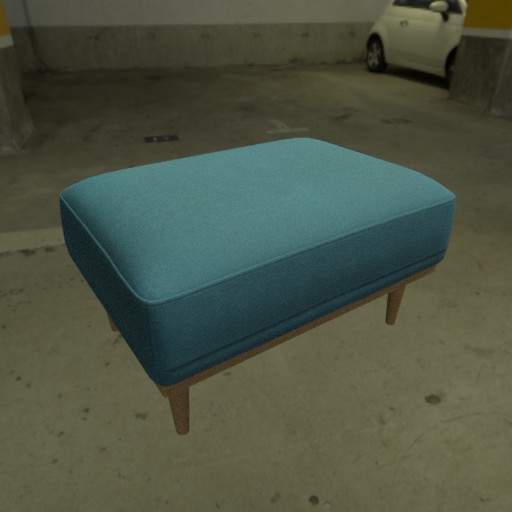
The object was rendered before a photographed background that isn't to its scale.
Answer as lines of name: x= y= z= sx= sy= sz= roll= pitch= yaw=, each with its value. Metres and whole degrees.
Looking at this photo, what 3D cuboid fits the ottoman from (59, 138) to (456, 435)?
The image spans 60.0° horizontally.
ottoman: x=0.000 y=0.000 z=1.058 sx=0.749 sy=0.428 sz=0.549 roll=-19 pitch=34 yaw=-30
